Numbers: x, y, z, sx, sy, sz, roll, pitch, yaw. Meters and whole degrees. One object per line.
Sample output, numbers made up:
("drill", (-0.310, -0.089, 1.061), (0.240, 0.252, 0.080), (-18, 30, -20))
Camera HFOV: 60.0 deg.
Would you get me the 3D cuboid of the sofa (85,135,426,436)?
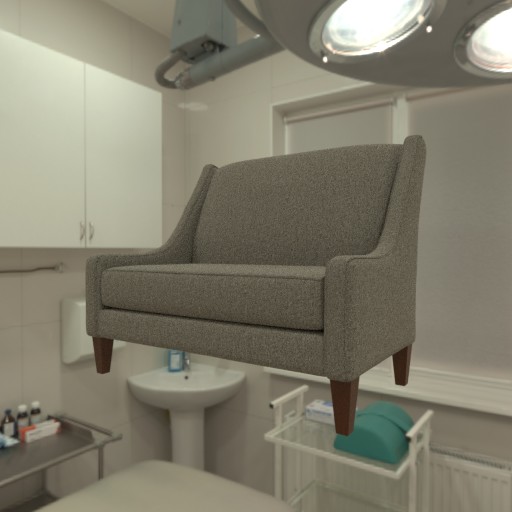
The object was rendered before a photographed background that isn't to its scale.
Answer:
("sofa", (0.000, 0.000, 1.919), (1.242, 1.026, 0.862), (1, 1, 34))
